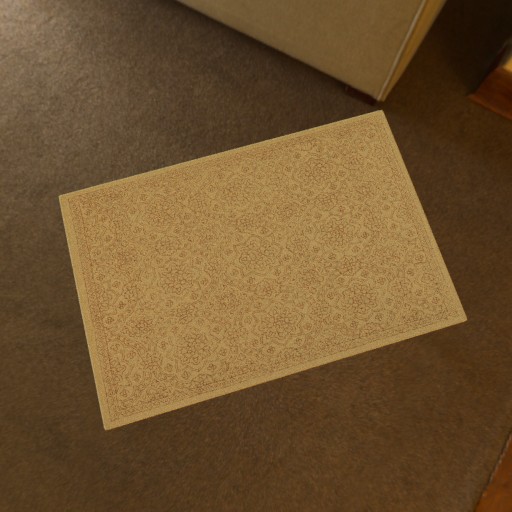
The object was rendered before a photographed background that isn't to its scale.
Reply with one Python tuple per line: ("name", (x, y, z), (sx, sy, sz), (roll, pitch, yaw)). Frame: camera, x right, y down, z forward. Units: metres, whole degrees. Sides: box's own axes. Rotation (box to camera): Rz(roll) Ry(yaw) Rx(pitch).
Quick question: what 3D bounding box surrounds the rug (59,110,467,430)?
("rug", (0.000, 0.000, 2.275), (1.829, 0.010, 1.219), (-16, 77, -4))
